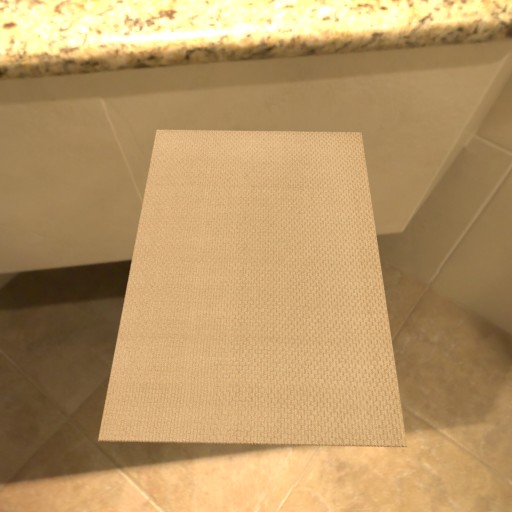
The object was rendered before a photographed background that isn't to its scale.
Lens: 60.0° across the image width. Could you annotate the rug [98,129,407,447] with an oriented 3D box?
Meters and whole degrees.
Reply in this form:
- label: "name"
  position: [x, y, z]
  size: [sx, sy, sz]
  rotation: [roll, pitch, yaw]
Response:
- label: "rug"
  position: [0.000, 0.000, 2.716]
  size: [1.509, 0.013, 2.144]
  rotation: [1, 59, 1]
